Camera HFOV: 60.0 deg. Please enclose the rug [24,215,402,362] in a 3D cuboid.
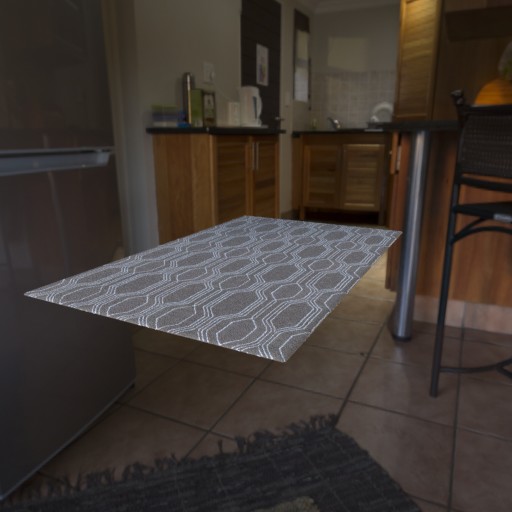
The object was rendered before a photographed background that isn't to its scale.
[{"bbox_3d":[0.000,0.000,3.087,1.541,0.012,2.457,8,18,26],"label":"rug"}]
